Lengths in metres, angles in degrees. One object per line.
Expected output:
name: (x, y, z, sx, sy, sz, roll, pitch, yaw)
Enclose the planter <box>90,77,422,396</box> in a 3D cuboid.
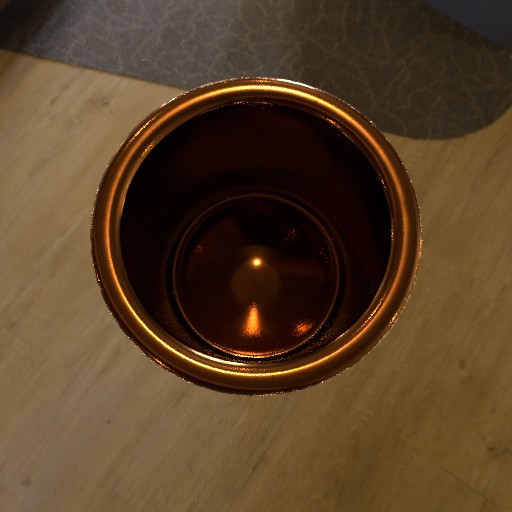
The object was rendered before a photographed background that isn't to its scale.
planter: (0.000, 0.000, 0.307, 0.177, 0.157, 0.177, 0, 77, 0)
